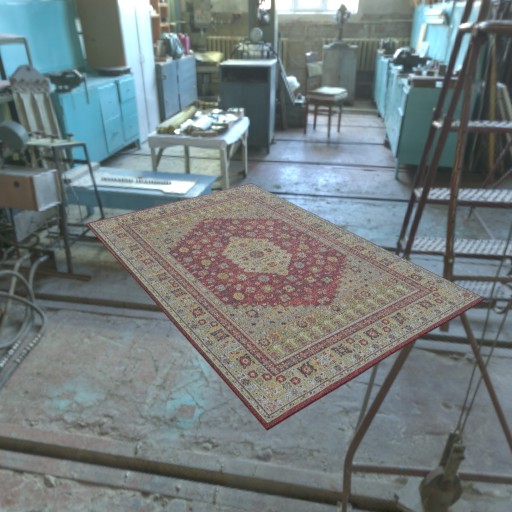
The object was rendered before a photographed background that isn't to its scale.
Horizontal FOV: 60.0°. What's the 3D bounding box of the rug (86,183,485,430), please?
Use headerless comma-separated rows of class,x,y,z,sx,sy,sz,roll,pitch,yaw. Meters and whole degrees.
rug,0.000,0.000,2.282,1.194,0.013,1.802,-19,34,-30
